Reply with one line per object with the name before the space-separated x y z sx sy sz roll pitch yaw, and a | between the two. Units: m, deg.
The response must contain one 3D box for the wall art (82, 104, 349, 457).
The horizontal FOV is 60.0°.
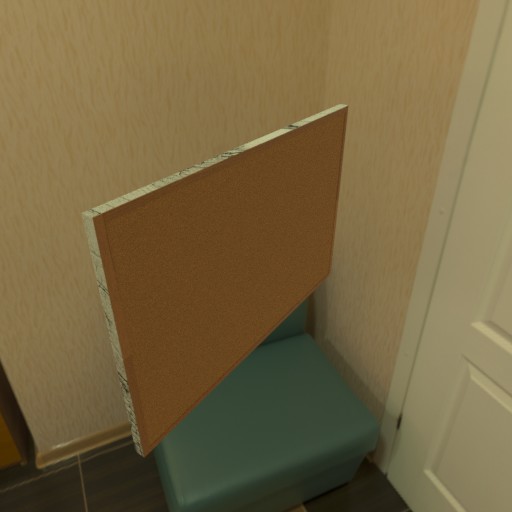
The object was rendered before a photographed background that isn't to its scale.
wall art | 0.000 0.000 1.461 0.035 0.758 1.141 20 37 30
